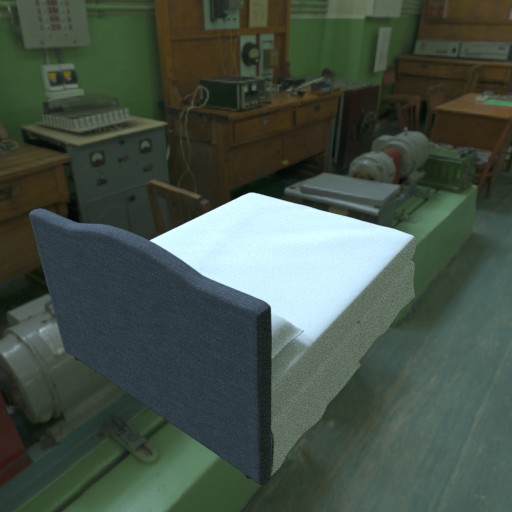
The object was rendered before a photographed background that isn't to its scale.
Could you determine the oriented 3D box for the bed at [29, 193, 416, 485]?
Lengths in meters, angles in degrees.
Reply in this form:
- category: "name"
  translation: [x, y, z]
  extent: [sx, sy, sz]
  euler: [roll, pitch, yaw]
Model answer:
- category: "bed"
  translation: [0.000, 0.000, 3.861]
  extent: [2.161, 1.457, 2.689]
  euler: [20, 35, 31]
